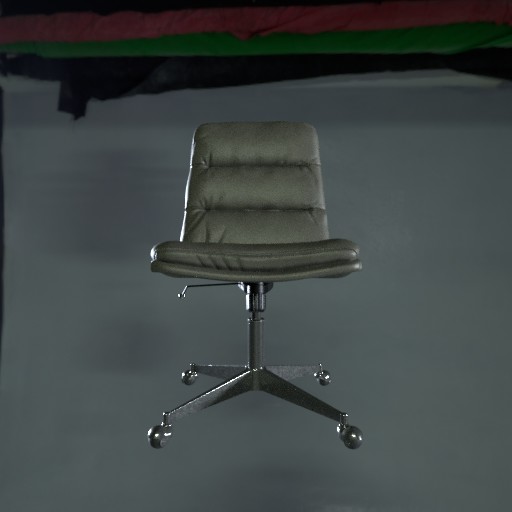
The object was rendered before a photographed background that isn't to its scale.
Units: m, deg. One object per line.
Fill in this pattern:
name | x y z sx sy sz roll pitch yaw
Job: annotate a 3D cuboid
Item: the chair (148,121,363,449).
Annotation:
chair | 0.000 0.000 1.053 0.422 0.738 0.485 0 2 0
